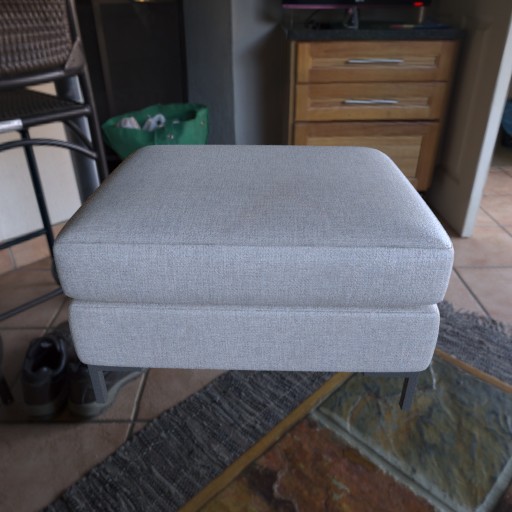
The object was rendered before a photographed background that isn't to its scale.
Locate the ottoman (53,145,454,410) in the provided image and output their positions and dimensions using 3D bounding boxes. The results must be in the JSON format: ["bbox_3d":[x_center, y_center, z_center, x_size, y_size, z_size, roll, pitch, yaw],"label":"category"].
[{"bbox_3d":[0.000,0.000,1.220,0.820,0.490,0.671,1,30,1],"label":"ottoman"}]
